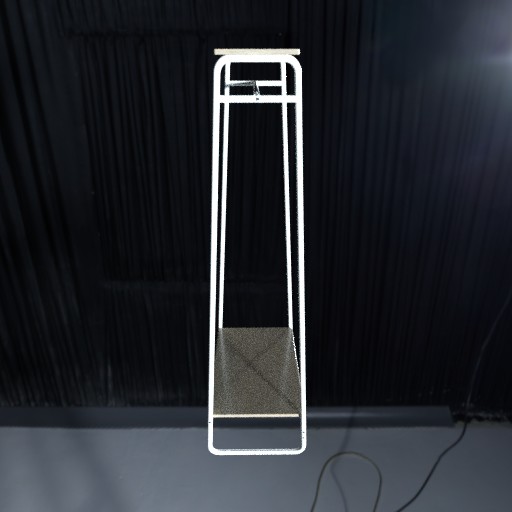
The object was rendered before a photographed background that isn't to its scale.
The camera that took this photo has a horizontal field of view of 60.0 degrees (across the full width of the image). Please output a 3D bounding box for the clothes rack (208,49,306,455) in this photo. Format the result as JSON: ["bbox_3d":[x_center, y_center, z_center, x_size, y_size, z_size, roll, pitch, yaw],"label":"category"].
[{"bbox_3d":[0.000,0.000,1.786,0.400,1.512,0.640,0,25,-1],"label":"clothes rack"}]
